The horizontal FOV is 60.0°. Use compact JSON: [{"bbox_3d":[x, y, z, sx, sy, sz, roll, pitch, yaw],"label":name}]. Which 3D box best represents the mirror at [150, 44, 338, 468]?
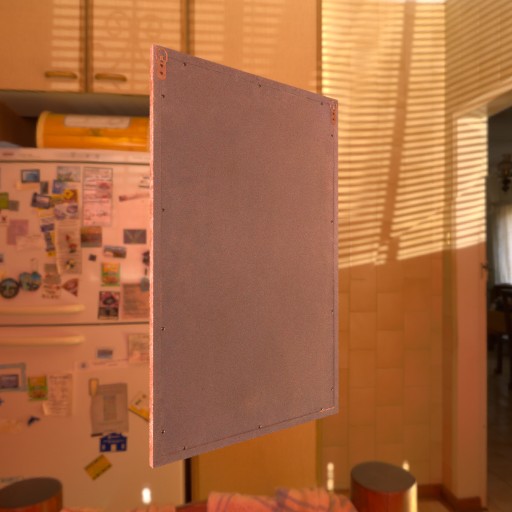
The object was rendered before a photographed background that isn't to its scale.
[{"bbox_3d":[0.000,0.000,0.978,0.495,0.787,0.058,0,0,-37],"label":"mirror"}]
